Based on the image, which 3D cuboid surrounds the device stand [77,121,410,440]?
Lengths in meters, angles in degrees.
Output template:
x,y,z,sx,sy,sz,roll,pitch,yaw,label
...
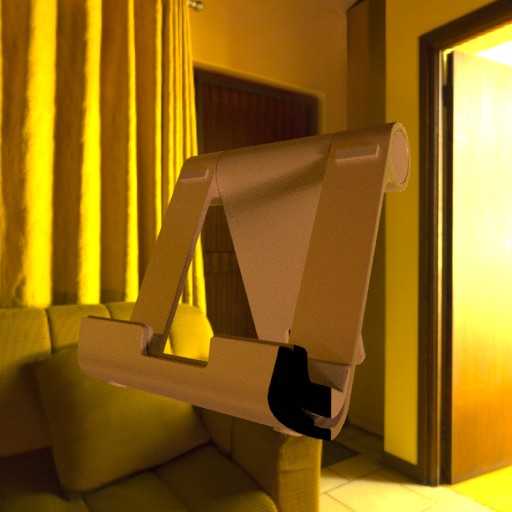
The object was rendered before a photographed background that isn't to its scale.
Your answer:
x,y,z,sx,sy,sz,roll,pitch,yaw,label
0.000,0.000,0.150,0.086,0.084,0.079,0,1,36,device stand
